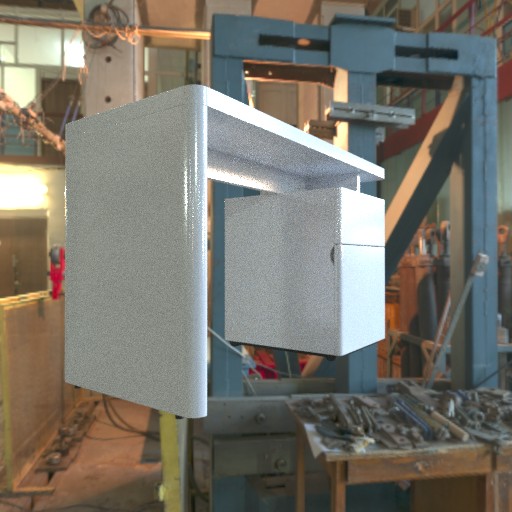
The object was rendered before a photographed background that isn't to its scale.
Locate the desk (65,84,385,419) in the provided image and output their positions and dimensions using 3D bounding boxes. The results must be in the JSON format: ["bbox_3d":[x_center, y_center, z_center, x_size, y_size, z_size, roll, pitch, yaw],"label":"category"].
[{"bbox_3d":[0.000,0.000,1.621,0.550,0.760,1.200,0,-1,36],"label":"desk"}]
